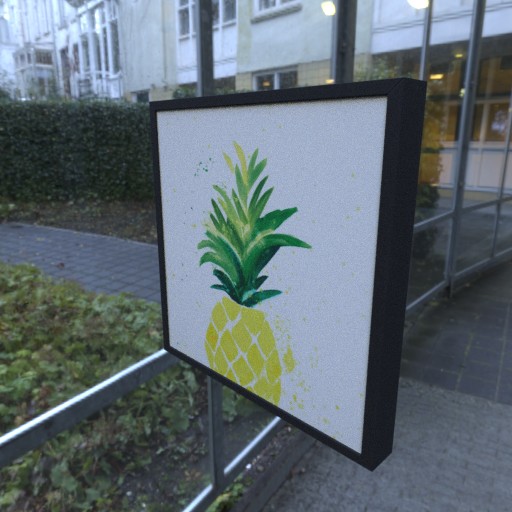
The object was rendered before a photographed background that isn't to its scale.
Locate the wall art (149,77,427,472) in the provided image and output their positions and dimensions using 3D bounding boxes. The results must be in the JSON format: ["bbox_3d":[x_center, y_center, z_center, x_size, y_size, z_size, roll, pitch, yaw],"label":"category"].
[{"bbox_3d":[0.000,0.000,0.441,0.033,0.304,0.305,-15,21,-43],"label":"wall art"}]
